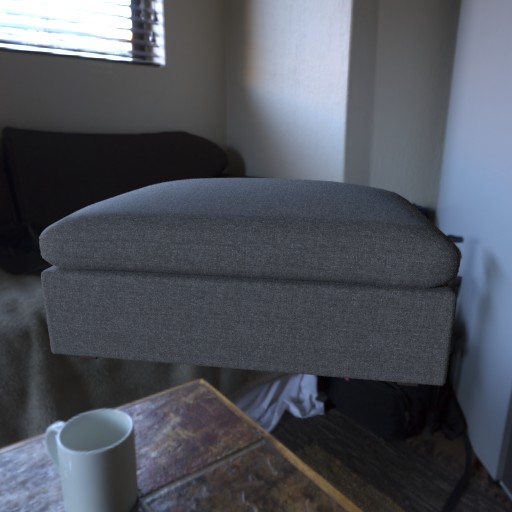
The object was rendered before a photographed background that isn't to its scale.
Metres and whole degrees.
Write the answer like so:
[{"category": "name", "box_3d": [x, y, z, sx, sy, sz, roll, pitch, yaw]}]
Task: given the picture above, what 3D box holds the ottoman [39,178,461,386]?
[{"category": "ottoman", "box_3d": [0.000, 0.000, 1.412, 1.041, 0.483, 0.711, 3, 16, 9]}]
